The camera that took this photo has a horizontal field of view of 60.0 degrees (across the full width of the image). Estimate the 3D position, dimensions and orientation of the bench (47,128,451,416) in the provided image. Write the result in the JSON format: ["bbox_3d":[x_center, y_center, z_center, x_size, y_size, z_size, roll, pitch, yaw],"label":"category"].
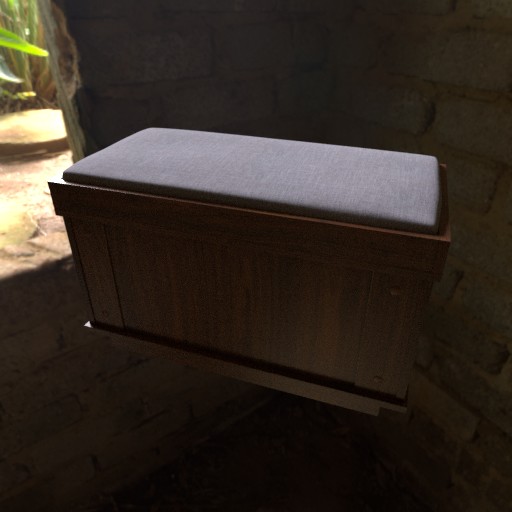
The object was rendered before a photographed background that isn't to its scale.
[{"bbox_3d":[0.000,0.000,1.008,0.734,0.461,0.362,10,33,16],"label":"bench"}]
